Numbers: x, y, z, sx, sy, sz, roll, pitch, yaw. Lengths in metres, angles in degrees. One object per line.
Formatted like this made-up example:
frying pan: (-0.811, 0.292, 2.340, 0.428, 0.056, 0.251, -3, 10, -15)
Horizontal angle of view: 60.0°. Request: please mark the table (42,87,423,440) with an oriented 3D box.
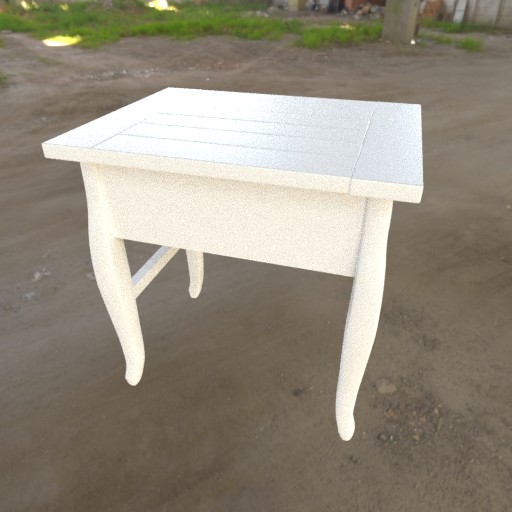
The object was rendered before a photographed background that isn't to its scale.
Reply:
table: (0.000, 0.000, 0.999, 0.599, 0.605, 0.463, 9, 33, 14)
